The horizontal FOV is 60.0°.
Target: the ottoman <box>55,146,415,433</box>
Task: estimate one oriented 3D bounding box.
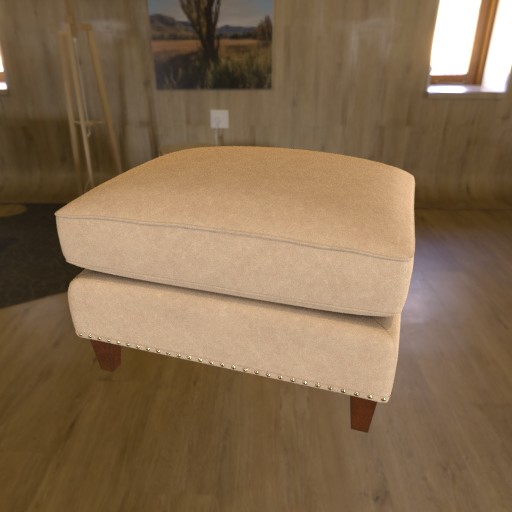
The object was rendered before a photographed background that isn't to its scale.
[{"bbox_3d":[0.000,0.000,1.155,0.741,0.513,0.584,8,27,16],"label":"ottoman"}]
